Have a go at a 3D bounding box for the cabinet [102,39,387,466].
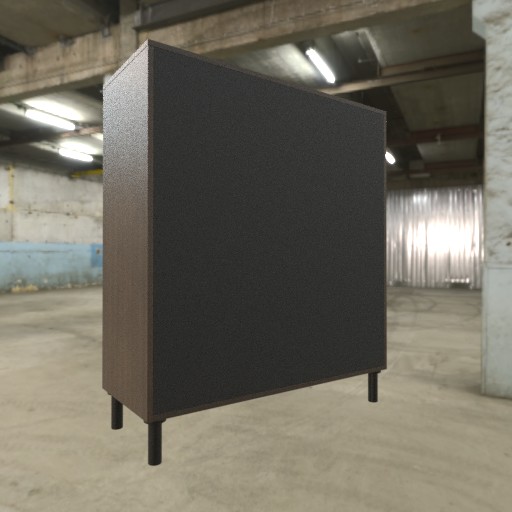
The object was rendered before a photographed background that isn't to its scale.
[{"bbox_3d":[0.000,0.000,1.653,1.010,1.170,0.400,0,-1,-36],"label":"cabinet"}]
